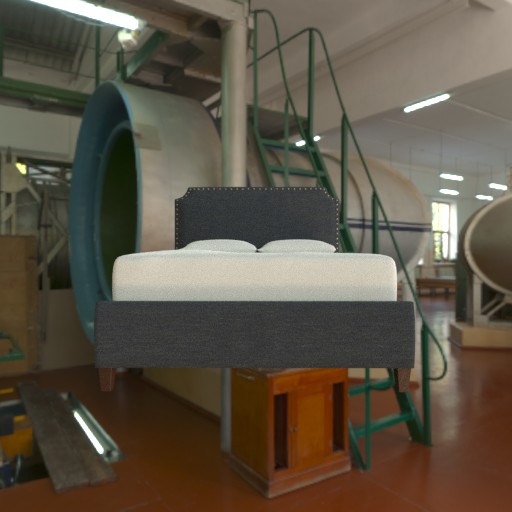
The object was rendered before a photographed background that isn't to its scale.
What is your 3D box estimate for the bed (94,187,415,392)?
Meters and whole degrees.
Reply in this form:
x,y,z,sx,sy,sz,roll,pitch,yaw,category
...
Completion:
x,y,z,sx,sy,sz,roll,pitch,yaw,category
0.000,0.000,3.490,1.713,1.443,2.372,0,0,0,bed
